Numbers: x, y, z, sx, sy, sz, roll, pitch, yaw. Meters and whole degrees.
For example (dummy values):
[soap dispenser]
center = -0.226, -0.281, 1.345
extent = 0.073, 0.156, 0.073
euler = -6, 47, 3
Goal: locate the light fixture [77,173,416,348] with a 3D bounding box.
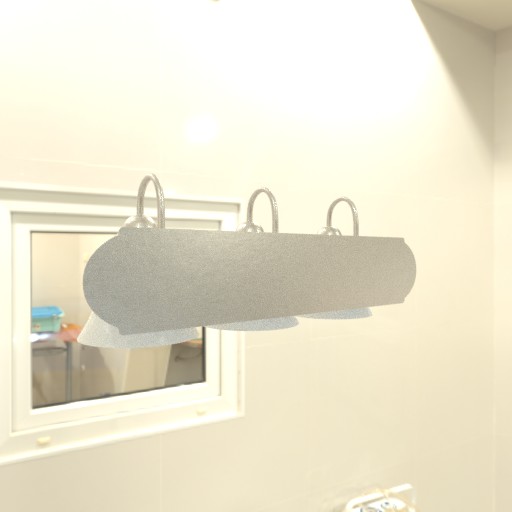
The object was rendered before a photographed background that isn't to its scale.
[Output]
[light fixture]
center = 0.000, 0.000, 0.725
extent = 0.610, 0.222, 0.199
euler = 0, 0, -38
